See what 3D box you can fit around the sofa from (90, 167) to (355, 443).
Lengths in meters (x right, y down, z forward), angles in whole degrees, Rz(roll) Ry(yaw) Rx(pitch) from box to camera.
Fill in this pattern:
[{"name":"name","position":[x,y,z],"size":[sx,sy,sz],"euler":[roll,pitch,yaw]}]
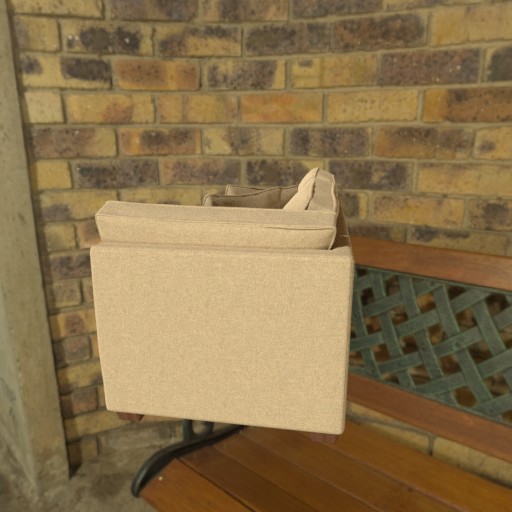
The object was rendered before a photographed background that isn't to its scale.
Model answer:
[{"name":"sofa","position":[0.000,0.000,2.848],"size":[1.110,1.033,2.237],"euler":[2,15,8]}]
